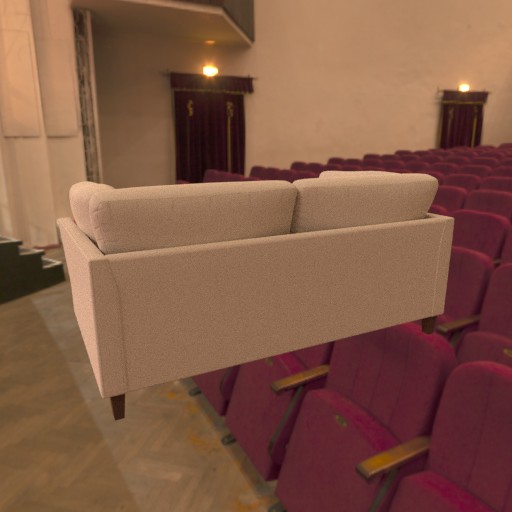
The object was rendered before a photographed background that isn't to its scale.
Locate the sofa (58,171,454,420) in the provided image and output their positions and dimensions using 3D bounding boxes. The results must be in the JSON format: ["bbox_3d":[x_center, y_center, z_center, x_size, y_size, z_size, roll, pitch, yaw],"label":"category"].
[{"bbox_3d":[0.000,0.000,2.283,1.776,0.836,0.970,-8,17,-26],"label":"sofa"}]
